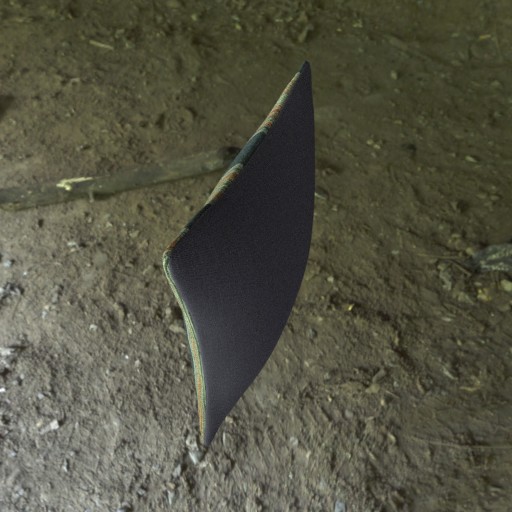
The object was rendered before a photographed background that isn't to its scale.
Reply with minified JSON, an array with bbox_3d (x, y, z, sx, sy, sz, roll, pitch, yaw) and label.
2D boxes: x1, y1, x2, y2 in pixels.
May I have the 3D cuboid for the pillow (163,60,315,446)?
[{"bbox_3d":[0.000,0.000,0.661,0.136,0.419,0.437,15,48,14],"label":"pillow"}]
